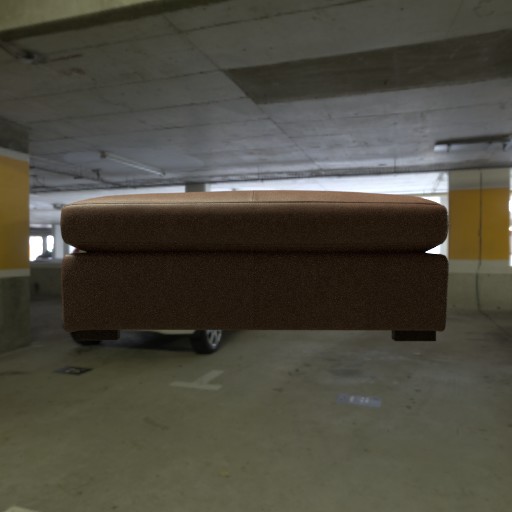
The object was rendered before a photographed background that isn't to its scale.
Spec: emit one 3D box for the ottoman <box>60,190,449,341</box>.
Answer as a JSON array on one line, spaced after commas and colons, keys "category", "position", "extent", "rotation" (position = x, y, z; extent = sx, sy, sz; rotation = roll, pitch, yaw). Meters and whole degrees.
[{"category": "ottoman", "position": [0.000, 0.000, 1.847], "extent": [1.168, 0.490, 1.168], "rotation": [0, 1, 1]}]
